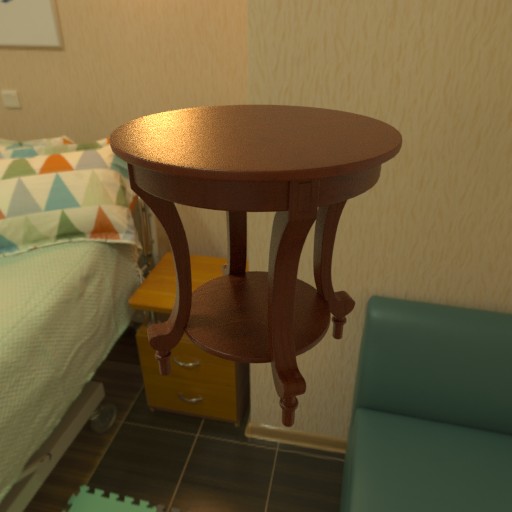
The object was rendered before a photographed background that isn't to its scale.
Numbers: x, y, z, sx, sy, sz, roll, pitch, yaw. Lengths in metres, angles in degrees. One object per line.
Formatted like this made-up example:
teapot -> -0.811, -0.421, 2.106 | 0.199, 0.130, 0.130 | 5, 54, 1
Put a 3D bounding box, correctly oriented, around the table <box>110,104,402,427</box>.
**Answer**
table -> 0.000, 0.000, 1.083 | 0.597, 0.612, 0.597 | 0, 28, 0
